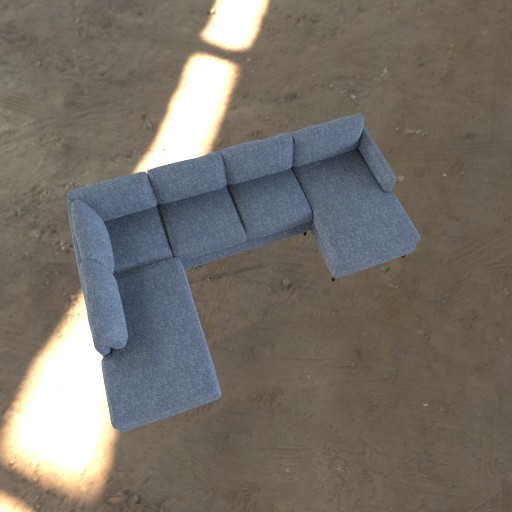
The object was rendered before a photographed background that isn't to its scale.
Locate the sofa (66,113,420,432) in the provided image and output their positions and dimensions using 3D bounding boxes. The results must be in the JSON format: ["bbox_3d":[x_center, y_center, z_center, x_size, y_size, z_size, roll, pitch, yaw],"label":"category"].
[{"bbox_3d":[0.000,0.000,3.619,2.737,0.756,1.879,-17,64,-9],"label":"sofa"}]
